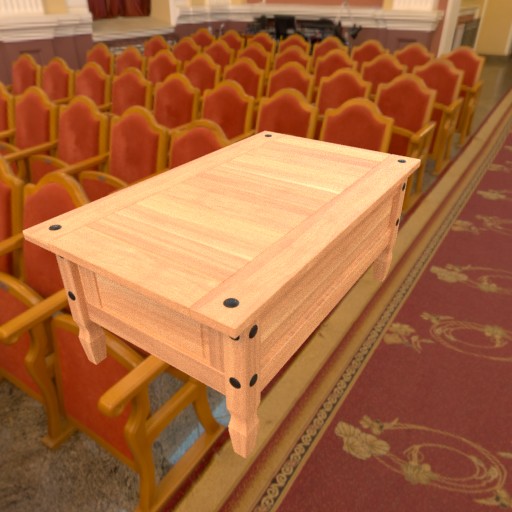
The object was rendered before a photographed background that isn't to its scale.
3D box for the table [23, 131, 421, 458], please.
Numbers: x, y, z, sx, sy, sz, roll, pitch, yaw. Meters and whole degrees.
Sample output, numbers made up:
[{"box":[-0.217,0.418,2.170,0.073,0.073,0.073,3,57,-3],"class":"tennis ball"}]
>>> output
[{"box":[0.000,0.000,1.322,0.600,0.437,1.000,19,36,29],"class":"table"}]
